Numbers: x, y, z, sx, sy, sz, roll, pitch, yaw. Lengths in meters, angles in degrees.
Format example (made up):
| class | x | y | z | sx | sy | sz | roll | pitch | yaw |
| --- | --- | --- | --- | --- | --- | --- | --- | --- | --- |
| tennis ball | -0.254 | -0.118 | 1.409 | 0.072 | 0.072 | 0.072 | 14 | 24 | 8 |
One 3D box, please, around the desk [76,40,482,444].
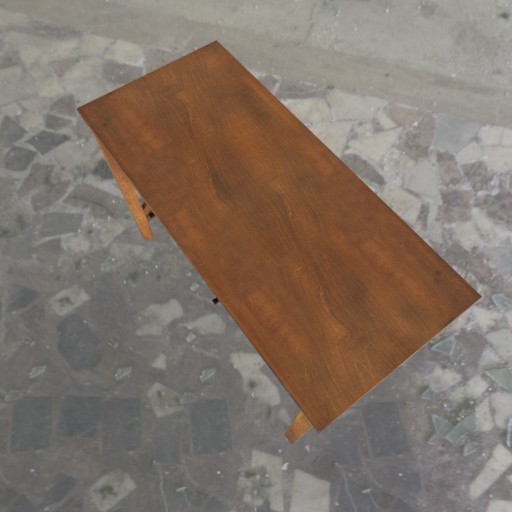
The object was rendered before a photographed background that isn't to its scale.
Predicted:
| class | x | y | z | sx | sy | sz | roll | pitch | yaw |
| --- | --- | --- | --- | --- | --- | --- | --- | --- | --- |
| desk | 0.000 | 0.000 | 1.524 | 0.508 | 0.762 | 1.117 | -34 | 68 | -15 |
